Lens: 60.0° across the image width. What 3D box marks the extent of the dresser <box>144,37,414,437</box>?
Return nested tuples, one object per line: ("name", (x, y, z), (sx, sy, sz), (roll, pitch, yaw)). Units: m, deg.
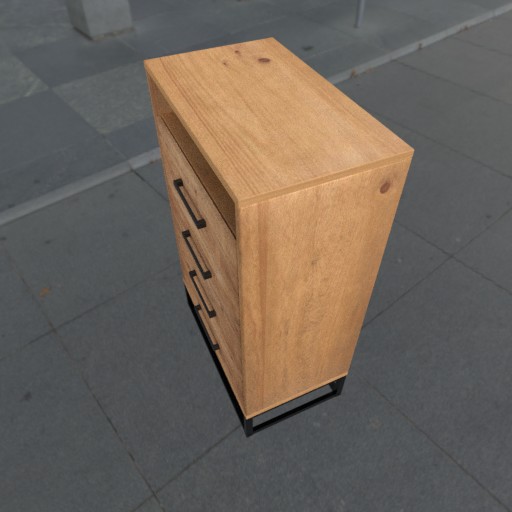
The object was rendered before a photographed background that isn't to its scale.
("dresser", (0.000, 0.000, 1.658), (0.479, 1.240, 0.761), (-18, 49, -17))
